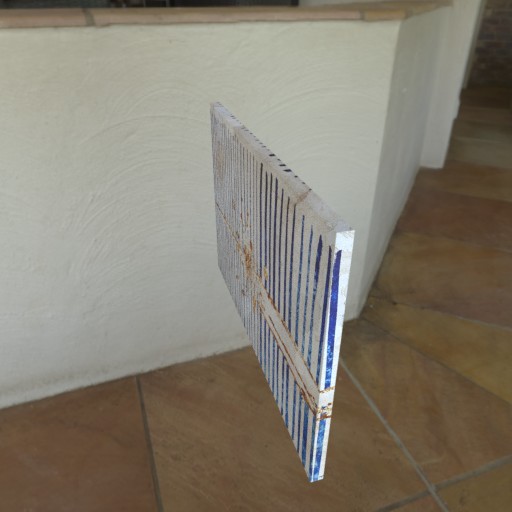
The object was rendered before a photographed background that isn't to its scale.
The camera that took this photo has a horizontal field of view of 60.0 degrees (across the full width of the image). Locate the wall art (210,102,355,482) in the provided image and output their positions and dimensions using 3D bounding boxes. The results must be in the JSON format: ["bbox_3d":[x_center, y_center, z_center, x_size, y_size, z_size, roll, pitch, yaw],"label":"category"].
[{"bbox_3d":[0.000,0.000,1.471,0.038,0.757,1.143,-9,32,-14],"label":"wall art"}]
